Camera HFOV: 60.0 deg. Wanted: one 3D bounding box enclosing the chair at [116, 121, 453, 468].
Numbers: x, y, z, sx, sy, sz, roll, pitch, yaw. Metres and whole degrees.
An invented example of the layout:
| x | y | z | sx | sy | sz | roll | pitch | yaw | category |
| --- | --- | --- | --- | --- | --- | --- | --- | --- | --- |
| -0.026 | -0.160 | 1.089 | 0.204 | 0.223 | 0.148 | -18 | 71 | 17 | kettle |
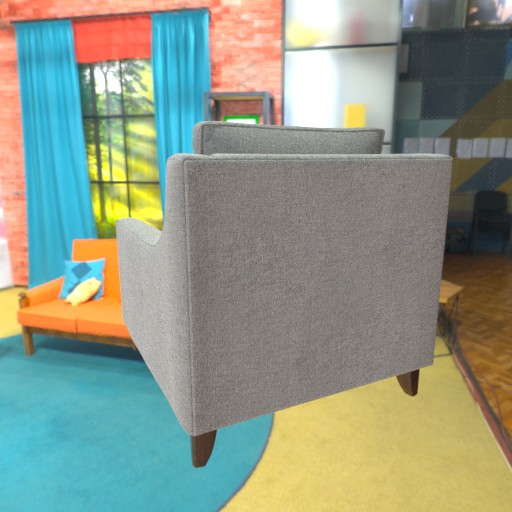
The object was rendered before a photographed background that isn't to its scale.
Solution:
| x | y | z | sx | sy | sz | roll | pitch | yaw | category |
| --- | --- | --- | --- | --- | --- | --- | --- | --- | --- |
| 0.000 | 0.000 | 1.559 | 0.838 | 0.864 | 0.918 | -7 | 14 | -27 | chair |
